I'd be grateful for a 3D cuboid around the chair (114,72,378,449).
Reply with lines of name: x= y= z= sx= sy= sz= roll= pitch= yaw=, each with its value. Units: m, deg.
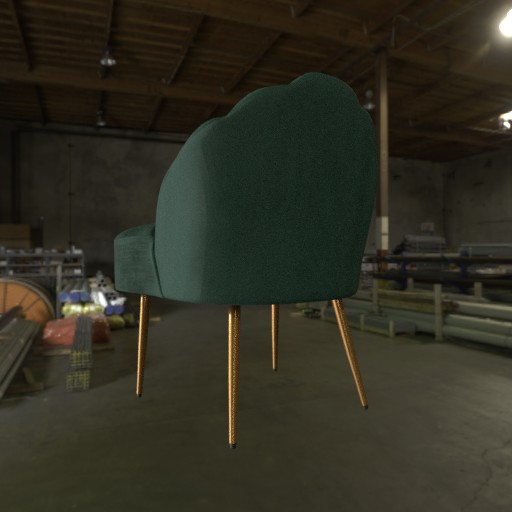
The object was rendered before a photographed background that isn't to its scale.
chair: x=0.000 y=0.000 z=1.237 sx=0.657 sy=0.819 sz=0.599 roll=0 pitch=0 yaw=-35
